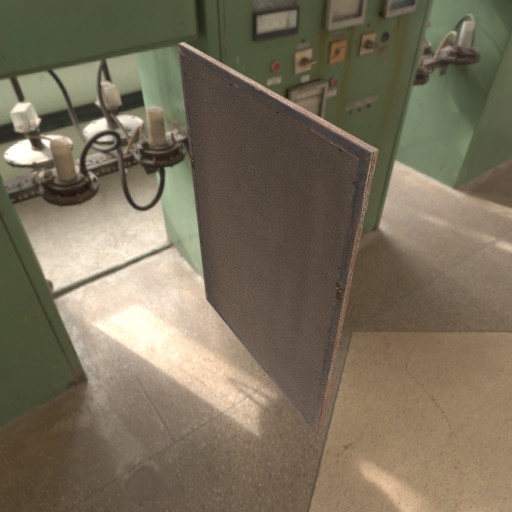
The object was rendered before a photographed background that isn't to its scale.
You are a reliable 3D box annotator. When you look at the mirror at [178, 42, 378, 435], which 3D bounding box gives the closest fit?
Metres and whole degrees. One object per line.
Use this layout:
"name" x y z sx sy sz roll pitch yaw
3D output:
"mirror" 0.000 0.000 1.290 0.025 0.996 0.705 -25 48 -25
